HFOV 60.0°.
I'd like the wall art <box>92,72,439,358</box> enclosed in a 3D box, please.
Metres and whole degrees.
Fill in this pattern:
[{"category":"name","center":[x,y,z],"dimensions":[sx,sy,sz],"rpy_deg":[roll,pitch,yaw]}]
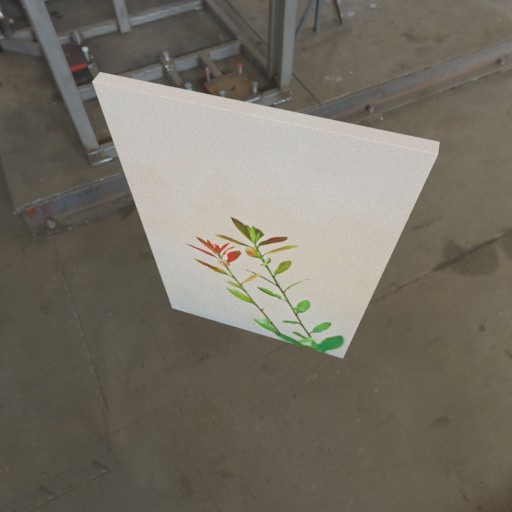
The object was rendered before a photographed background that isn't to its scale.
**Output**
[{"category":"wall art","center":[0.000,0.000,1.425],"dimensions":[0.764,1.143,0.038],"rpy_deg":[15,58,9]}]
